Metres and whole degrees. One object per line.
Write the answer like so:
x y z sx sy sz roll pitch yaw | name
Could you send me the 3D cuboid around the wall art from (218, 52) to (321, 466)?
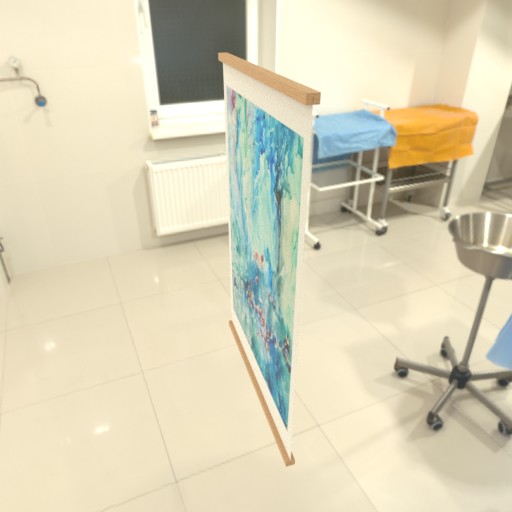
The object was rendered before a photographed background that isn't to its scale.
0.000 0.000 0.647 0.013 0.510 0.335 -9 31 -15 | wall art
